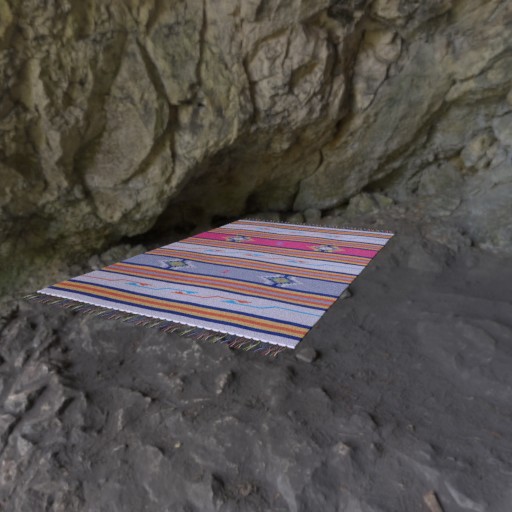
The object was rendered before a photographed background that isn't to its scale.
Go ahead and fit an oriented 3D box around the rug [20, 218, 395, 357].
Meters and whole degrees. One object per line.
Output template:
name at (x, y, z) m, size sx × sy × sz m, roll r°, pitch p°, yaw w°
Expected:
rug at (0.000, 0.000, 2.234) m, size 1.084 × 0.013 × 1.849 m, roll 7°, pitch 17°, yaw 25°
